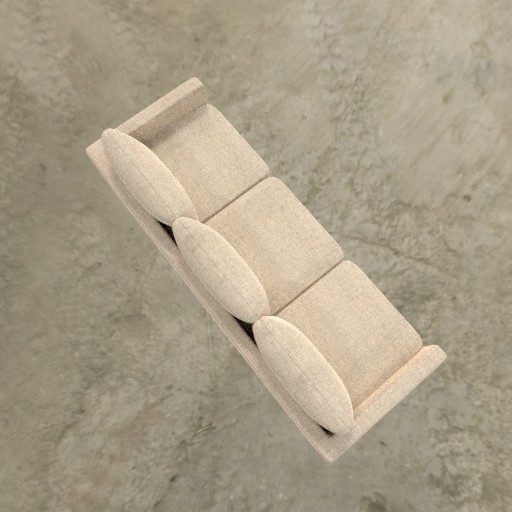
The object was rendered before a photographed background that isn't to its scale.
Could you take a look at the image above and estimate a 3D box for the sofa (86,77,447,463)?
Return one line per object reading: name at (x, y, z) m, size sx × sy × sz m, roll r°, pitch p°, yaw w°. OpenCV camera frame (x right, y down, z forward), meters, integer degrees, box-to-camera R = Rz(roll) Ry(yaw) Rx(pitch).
sofa at (0.000, 0.000, 2.686) m, size 0.859 × 0.874 × 2.218 m, roll -38°, pitch 78°, yaw -10°
